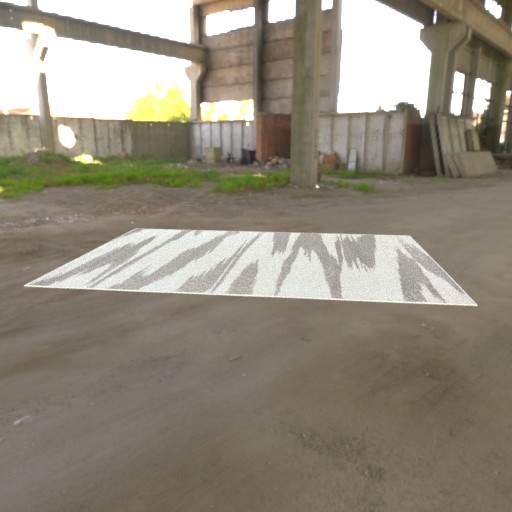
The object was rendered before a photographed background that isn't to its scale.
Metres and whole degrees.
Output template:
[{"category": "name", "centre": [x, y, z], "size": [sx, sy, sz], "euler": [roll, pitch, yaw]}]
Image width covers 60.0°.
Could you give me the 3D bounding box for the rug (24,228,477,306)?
[{"category": "rug", "centre": [0.000, 0.000, 2.347], "size": [1.827, 0.008, 1.225], "euler": [2, 15, 7]}]
